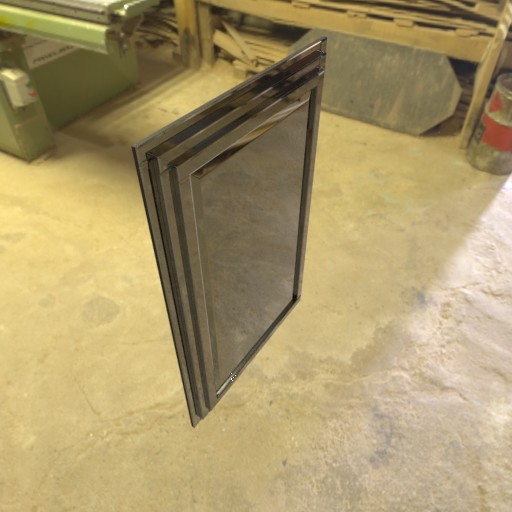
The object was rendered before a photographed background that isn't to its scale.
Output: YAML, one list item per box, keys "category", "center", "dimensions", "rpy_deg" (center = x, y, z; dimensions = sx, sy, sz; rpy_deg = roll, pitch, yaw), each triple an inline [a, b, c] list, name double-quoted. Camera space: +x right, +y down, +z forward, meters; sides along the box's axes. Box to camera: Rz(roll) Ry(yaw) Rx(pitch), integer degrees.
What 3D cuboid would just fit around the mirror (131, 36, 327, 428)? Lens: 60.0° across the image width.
- category: "mirror"
  center: [0.000, 0.000, 1.156]
  dimensions: [0.039, 0.914, 0.613]
  rpy_deg: [25, 49, 24]
